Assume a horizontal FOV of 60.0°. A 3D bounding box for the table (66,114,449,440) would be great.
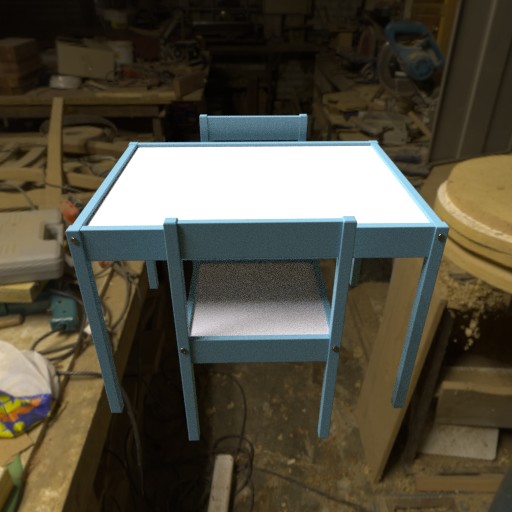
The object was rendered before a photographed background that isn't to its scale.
[{"bbox_3d":[0.000,0.000,1.048,0.639,0.503,0.633,-1,32,-1],"label":"table"}]
